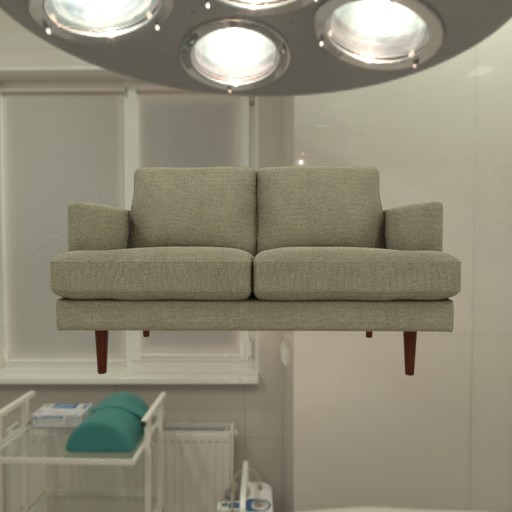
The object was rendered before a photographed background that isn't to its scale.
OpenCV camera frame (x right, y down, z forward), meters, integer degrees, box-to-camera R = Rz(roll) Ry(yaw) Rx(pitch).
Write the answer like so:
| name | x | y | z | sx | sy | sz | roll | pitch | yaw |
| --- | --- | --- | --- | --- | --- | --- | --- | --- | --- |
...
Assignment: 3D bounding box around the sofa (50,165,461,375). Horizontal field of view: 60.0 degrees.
| name | x | y | z | sx | sy | sz | roll | pitch | yaw |
| --- | --- | --- | --- | --- | --- | --- | --- | --- | --- |
| sofa | 0.000 | 0.000 | 2.111 | 1.582 | 0.944 | 0.903 | 0 | 2 | 1 |
